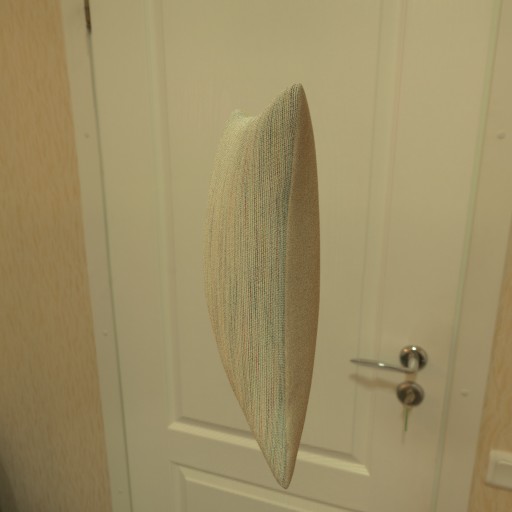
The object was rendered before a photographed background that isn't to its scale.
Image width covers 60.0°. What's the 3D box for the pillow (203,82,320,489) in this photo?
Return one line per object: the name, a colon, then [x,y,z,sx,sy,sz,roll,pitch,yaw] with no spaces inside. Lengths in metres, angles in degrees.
pillow: [0.000,0.000,0.760,0.178,0.506,0.512,-3,15,-9]
